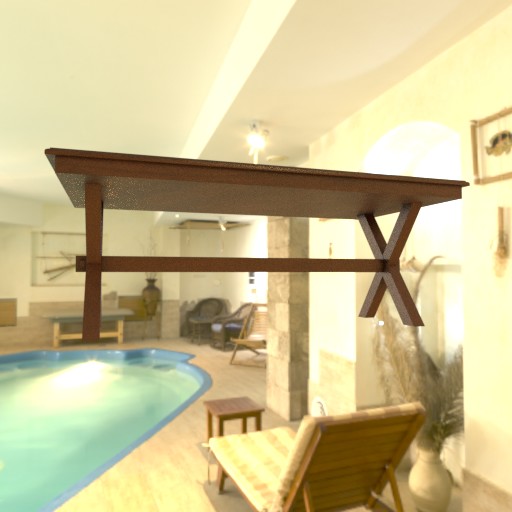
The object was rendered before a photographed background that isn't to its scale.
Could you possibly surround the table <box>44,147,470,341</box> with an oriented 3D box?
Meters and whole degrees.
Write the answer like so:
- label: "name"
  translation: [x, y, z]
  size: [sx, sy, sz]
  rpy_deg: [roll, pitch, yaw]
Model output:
- label: "table"
  translation: [0.000, 0.000, 1.459]
  size: [1.197, 0.459, 0.594]
  rpy_deg: [1, -2, -18]
